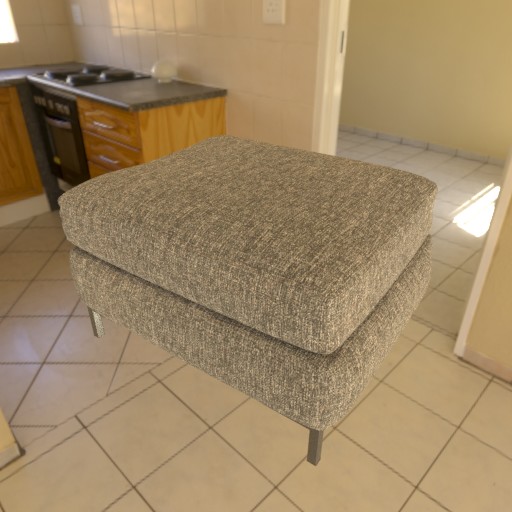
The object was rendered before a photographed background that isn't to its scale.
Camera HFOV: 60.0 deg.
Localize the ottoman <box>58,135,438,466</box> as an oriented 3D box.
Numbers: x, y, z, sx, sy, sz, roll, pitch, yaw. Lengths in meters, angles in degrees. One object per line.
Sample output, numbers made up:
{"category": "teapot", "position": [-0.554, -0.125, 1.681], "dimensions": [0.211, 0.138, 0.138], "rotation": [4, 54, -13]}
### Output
{"category": "ottoman", "position": [0.000, 0.000, 1.209], "dimensions": [0.828, 0.480, 0.683], "rotation": [19, 36, 30]}
